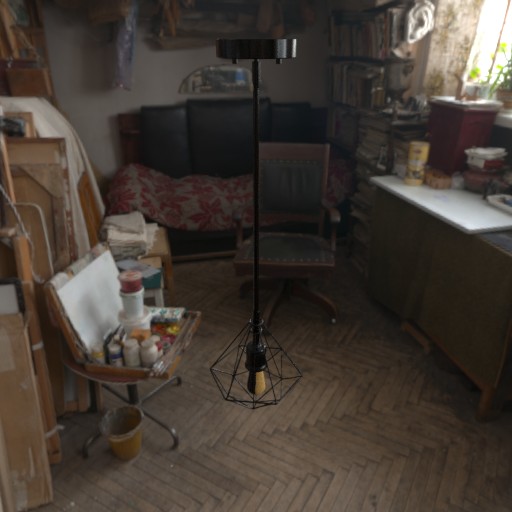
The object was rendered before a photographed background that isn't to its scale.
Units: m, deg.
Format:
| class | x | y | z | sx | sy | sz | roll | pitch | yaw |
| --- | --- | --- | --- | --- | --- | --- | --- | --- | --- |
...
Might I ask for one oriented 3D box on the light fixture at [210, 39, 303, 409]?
| class | x | y | z | sx | sy | sz | roll | pitch | yaw |
| --- | --- | --- | --- | --- | --- | --- | --- | --- | --- |
| light fixture | 0.000 | 0.000 | 2.009 | 0.431 | 1.764 | 0.487 | 18 | 32 | 32 |
